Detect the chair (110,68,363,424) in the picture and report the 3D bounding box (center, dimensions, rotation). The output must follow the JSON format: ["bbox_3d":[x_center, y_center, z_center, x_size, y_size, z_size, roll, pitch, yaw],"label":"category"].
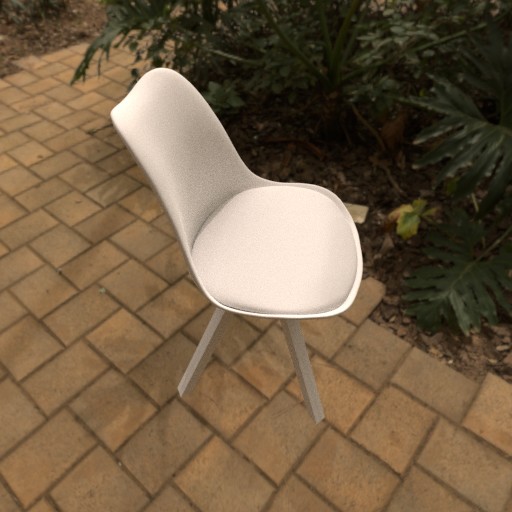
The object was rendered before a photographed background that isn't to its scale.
[{"bbox_3d":[0.000,0.000,1.164,0.550,0.850,0.485,8,46,8],"label":"chair"}]
